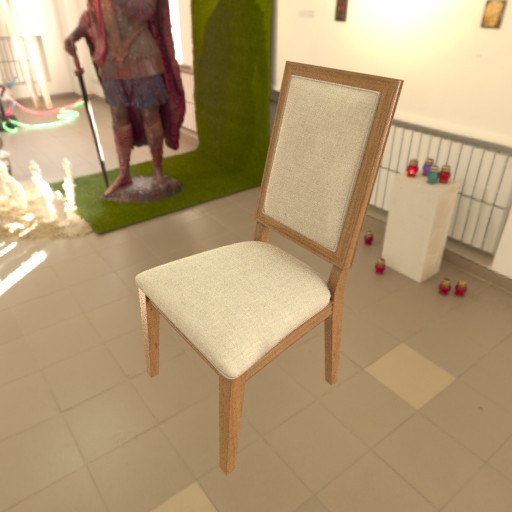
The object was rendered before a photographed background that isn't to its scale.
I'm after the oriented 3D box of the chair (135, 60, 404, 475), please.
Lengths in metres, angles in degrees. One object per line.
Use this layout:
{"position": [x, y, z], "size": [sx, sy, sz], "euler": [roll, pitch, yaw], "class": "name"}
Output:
{"position": [0.000, 0.000, 1.320], "size": [0.601, 0.988, 0.536], "euler": [-22, 37, -32], "class": "chair"}
